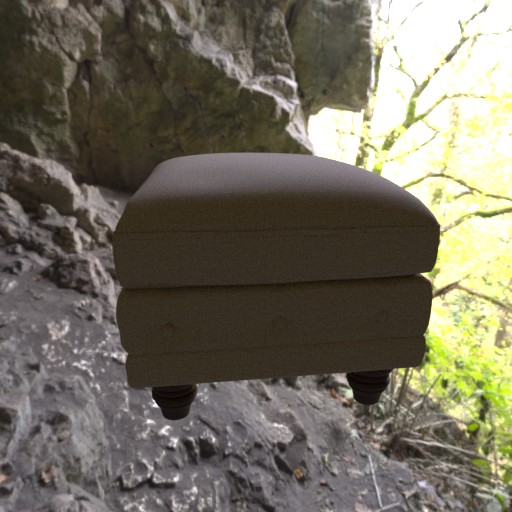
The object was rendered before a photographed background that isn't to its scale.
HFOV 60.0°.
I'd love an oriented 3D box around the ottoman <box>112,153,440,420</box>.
[{"bbox_3d":[0.000,0.000,1.042,0.541,0.463,0.684,-2,17,-7],"label":"ottoman"}]
